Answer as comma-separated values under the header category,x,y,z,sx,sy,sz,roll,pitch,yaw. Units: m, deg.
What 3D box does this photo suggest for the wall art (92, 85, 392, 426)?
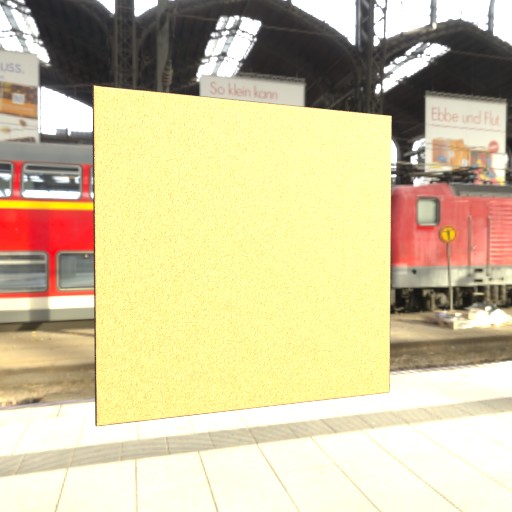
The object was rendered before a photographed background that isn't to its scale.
category,x,y,z,sx,sy,sz,roll,pitch,yaw
wall art,0.000,0.000,0.664,0.456,0.453,0.022,0,1,-18
